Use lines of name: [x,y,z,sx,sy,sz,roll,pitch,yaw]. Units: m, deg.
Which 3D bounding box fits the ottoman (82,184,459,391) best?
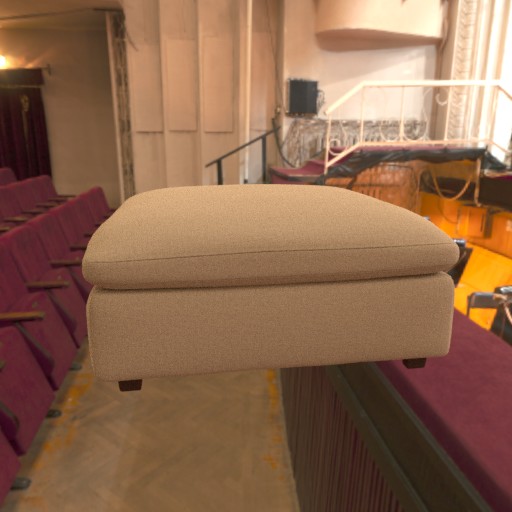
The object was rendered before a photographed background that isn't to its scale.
ottoman: [0.000,0.000,1.561,0.996,0.467,0.977,-2,15,-8]
